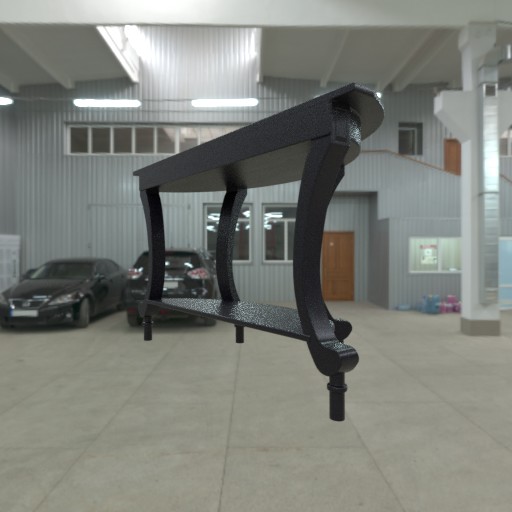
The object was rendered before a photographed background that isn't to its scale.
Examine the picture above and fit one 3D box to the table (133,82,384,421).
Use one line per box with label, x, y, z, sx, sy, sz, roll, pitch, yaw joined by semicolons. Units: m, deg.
table;0.000;0.000;1.471;0.394;0.692;1.198;0;1;-36
